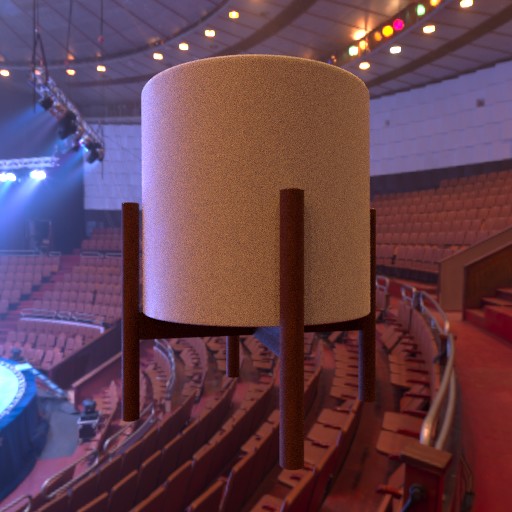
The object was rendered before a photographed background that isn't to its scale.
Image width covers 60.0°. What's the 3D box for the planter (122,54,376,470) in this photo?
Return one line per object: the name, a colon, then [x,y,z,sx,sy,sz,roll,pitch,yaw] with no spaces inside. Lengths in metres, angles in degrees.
planter: [0.000,0.000,0.843,0.420,0.581,0.421,0,0,35]
